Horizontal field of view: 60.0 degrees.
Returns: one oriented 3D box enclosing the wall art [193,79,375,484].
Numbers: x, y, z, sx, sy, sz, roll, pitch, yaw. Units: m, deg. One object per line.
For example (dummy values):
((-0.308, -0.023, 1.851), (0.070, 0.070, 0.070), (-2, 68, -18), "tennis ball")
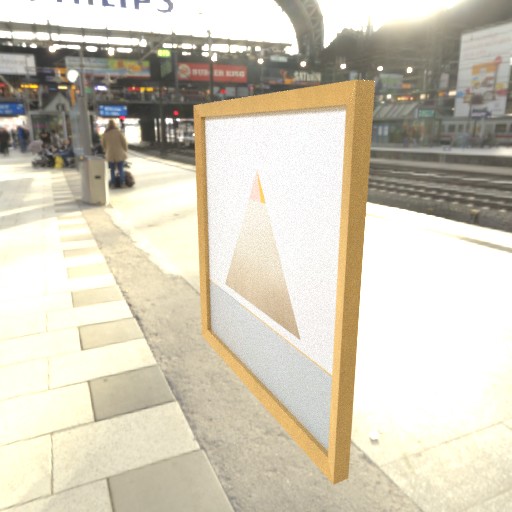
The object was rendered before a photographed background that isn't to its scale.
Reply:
((0.000, 0.000, 2.859), (0.097, 1.936, 1.935), (-8, 17, -26), "wall art")
